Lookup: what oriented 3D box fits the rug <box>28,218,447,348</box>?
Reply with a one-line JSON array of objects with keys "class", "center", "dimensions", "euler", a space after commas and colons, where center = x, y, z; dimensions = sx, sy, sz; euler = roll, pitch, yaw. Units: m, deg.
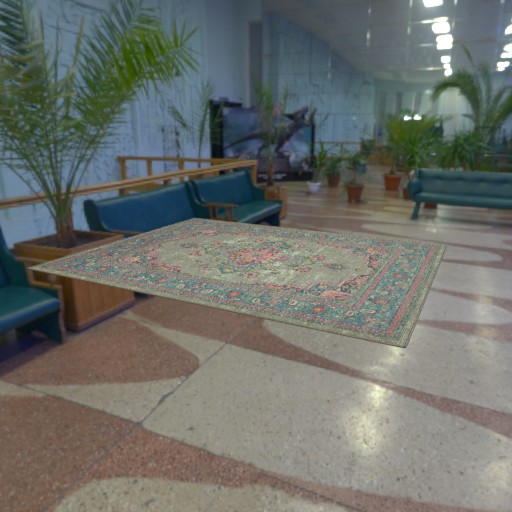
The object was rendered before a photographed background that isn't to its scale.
[{"class": "rug", "center": [0.000, 0.000, 4.074], "dimensions": [3.057, 0.013, 2.434], "euler": [8, 18, 26]}]
